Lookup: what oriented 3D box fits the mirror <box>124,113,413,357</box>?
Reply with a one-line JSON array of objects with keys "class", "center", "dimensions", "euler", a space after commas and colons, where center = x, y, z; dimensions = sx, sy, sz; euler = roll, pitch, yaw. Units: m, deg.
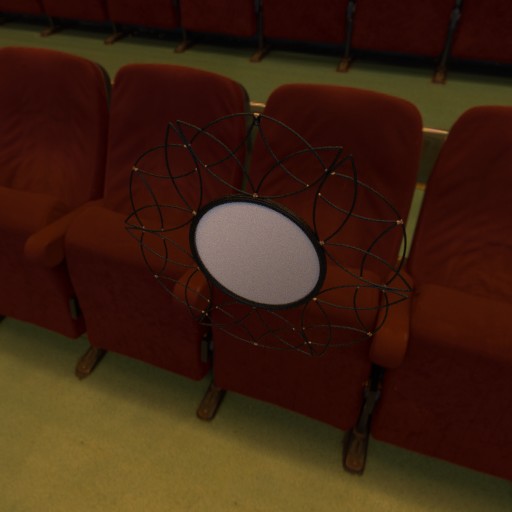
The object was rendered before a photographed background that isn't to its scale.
[{"class": "mirror", "center": [0.000, 0.000, 1.168], "dimensions": [0.797, 0.775, 0.028], "euler": [13, 43, 15]}]
